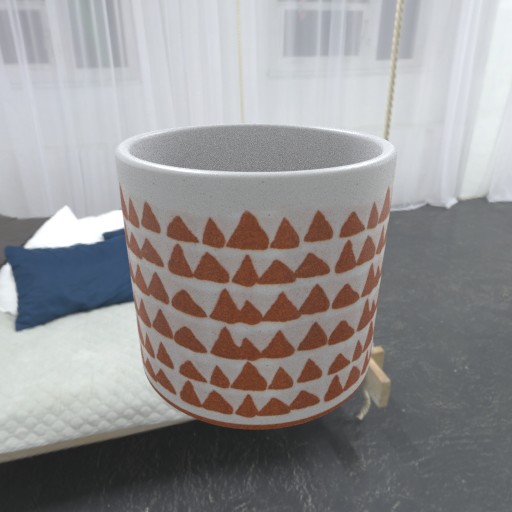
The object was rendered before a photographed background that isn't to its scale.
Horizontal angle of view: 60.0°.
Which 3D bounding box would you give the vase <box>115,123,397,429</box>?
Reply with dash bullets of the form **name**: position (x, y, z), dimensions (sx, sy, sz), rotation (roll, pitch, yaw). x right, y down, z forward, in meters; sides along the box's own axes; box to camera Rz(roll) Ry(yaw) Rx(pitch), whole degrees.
- **vase**: position (0.000, 0.000, 0.249), dimensions (0.137, 0.127, 0.137), rotation (0, 25, 0)
